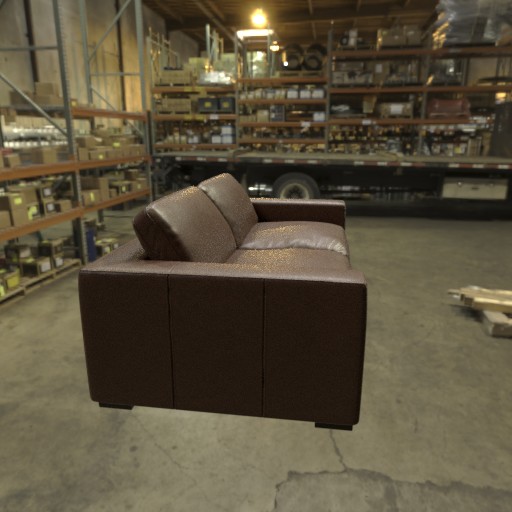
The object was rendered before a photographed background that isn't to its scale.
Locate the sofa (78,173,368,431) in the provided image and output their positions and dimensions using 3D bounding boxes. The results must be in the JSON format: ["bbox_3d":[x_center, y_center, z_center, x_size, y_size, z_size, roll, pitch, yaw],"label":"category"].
[{"bbox_3d":[0.000,0.000,2.480,1.070,0.800,1.920,2,16,8],"label":"sofa"}]
